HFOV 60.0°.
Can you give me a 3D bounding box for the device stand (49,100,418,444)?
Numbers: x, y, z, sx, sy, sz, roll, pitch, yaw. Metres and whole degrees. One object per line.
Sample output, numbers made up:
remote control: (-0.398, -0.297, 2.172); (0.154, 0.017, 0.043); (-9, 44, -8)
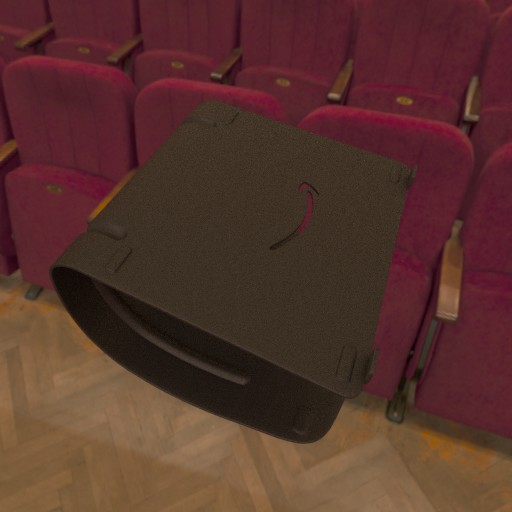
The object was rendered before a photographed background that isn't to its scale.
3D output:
device stand: (0.000, 0.000, 0.407); (0.236, 0.155, 0.256); (15, 49, 14)
